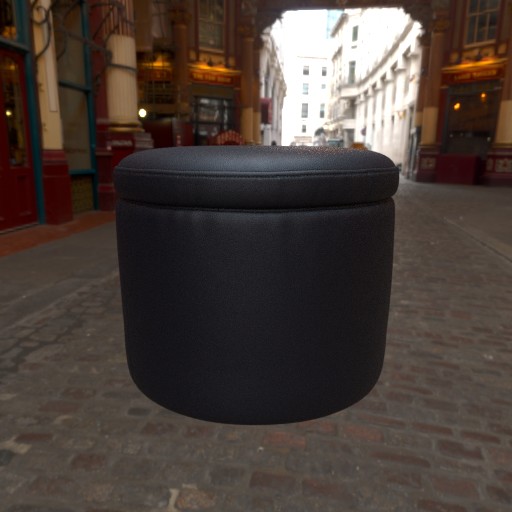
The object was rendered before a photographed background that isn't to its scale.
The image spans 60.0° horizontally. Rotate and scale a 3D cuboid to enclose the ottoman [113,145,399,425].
[{"bbox_3d":[0.000,0.000,0.847,0.501,0.409,0.501,0,14,0],"label":"ottoman"}]
